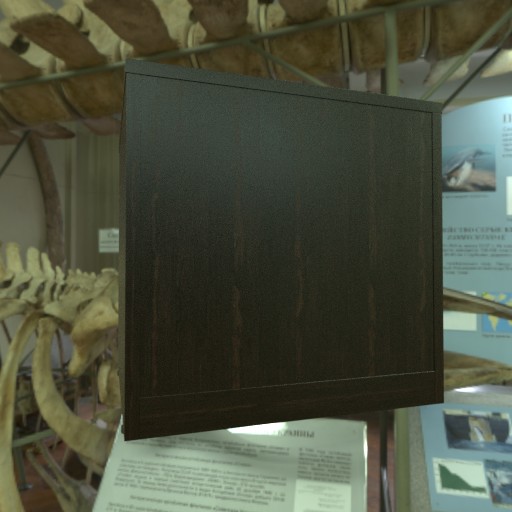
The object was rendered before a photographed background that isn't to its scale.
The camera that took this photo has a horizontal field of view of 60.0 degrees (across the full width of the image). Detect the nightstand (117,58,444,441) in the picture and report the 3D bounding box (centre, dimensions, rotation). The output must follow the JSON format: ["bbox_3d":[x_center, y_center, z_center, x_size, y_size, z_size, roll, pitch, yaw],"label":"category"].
[{"bbox_3d":[0.000,0.000,0.832,0.489,0.487,0.427,0,-1,-18],"label":"nightstand"}]
